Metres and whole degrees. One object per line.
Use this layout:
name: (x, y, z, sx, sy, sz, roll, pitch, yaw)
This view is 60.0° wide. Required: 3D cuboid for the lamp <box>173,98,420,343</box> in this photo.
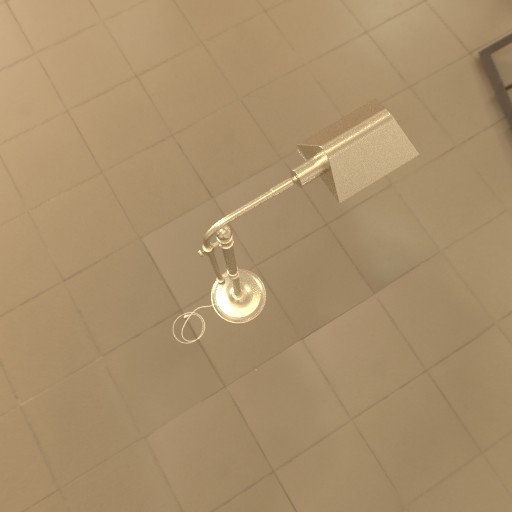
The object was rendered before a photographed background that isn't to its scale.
lamp: (0.000, 0.000, 0.955, 0.546, 0.708, 0.159, -31, 78, -8)
